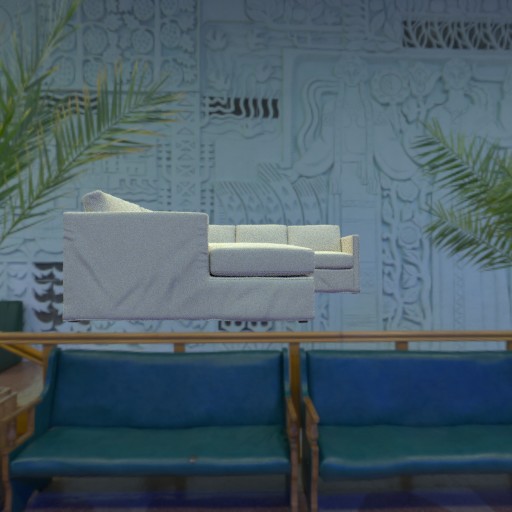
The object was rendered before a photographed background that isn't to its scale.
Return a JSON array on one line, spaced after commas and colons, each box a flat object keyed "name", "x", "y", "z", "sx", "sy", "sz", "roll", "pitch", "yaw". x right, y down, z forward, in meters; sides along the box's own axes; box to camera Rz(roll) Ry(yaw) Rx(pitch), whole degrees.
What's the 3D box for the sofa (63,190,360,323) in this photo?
[{"name": "sofa", "x": 0.000, "y": 0.000, "z": 4.478, "sx": 2.448, "sy": 0.882, "sz": 3.464, "roll": 0, "pitch": -1, "yaw": 0}]
